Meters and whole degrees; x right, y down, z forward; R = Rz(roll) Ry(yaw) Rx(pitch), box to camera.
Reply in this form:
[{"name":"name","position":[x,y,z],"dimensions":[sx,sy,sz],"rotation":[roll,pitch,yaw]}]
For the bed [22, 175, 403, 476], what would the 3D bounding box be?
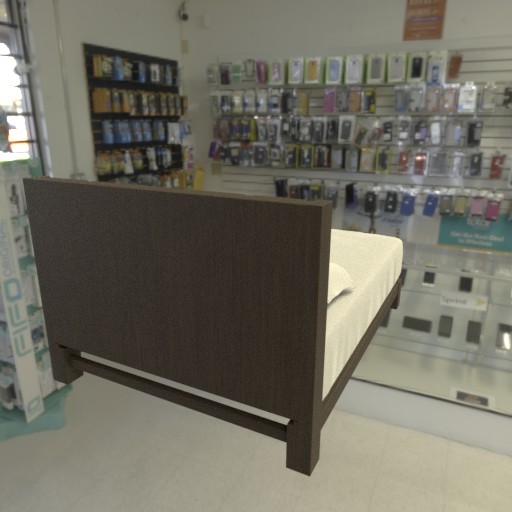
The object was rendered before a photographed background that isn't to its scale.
[{"name":"bed","position":[0.000,0.000,3.191],"dimensions":[1.727,1.270,2.242],"rotation":[9,19,26]}]
